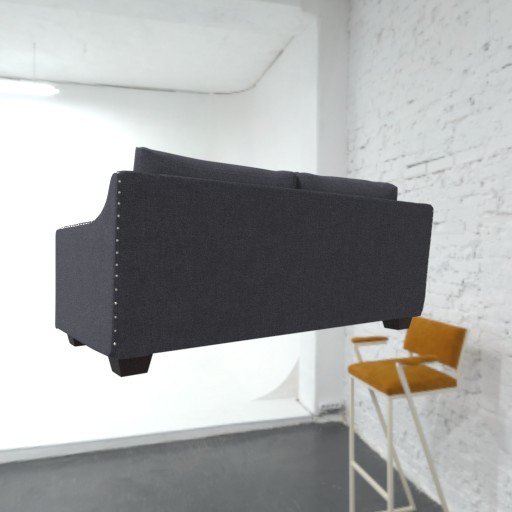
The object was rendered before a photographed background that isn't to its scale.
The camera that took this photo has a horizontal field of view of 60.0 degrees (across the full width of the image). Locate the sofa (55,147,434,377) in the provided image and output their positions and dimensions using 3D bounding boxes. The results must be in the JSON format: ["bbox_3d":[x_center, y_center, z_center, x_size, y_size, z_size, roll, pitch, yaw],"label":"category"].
[{"bbox_3d":[0.000,0.000,3.317,2.550,1.196,1.336,0,1,-36],"label":"sofa"}]
